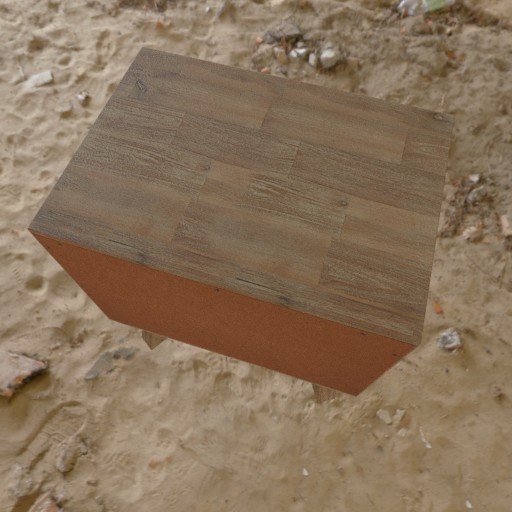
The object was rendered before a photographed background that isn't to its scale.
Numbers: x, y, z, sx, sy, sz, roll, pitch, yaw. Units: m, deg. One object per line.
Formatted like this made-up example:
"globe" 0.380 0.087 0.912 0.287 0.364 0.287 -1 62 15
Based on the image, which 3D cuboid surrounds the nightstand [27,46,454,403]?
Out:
"nightstand" 0.000 0.000 0.933 0.552 0.589 0.396 16 64 8
